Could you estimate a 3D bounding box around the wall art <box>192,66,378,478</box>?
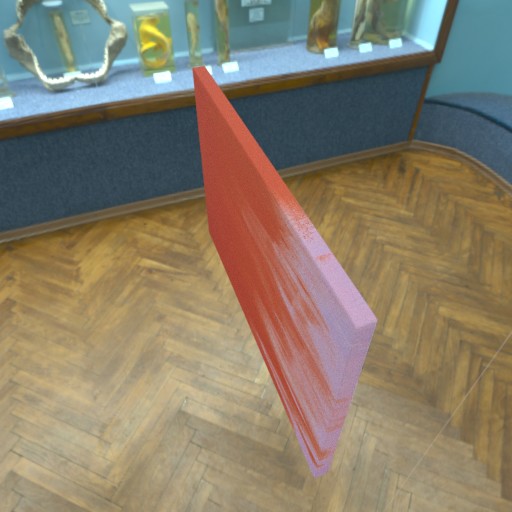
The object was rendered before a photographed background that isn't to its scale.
[{"bbox_3d":[0.000,0.000,1.128,0.040,0.609,0.913,-15,47,-14],"label":"wall art"}]
